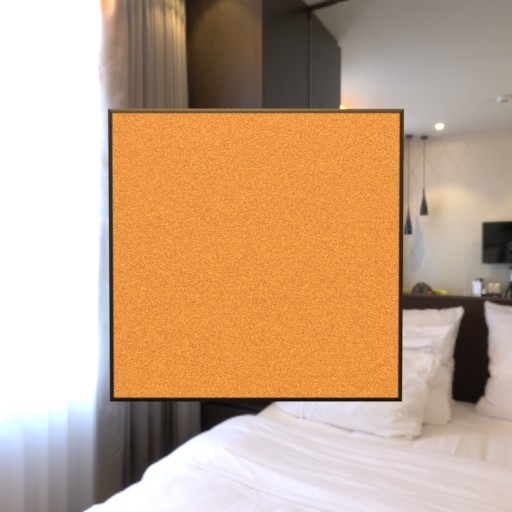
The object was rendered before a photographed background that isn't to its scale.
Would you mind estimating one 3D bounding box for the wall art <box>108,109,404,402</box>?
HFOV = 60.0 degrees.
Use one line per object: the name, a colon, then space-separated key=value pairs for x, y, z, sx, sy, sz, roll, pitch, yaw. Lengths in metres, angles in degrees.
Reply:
wall art: x=0.000 y=0.000 z=1.179 sx=0.769 sy=0.766 sz=0.042 roll=0 pitch=1 yaw=0
